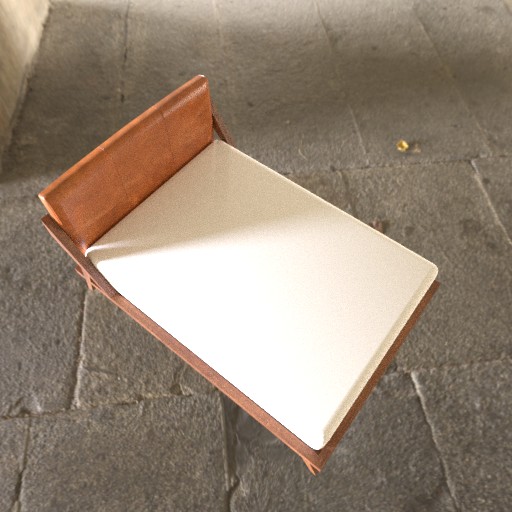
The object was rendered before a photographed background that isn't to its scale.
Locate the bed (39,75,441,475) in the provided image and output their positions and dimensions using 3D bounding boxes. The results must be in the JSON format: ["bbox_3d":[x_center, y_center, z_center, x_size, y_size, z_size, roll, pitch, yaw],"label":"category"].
[{"bbox_3d":[0.000,0.000,3.180,2.311,1.168,1.651,34,64,19],"label":"bed"}]
